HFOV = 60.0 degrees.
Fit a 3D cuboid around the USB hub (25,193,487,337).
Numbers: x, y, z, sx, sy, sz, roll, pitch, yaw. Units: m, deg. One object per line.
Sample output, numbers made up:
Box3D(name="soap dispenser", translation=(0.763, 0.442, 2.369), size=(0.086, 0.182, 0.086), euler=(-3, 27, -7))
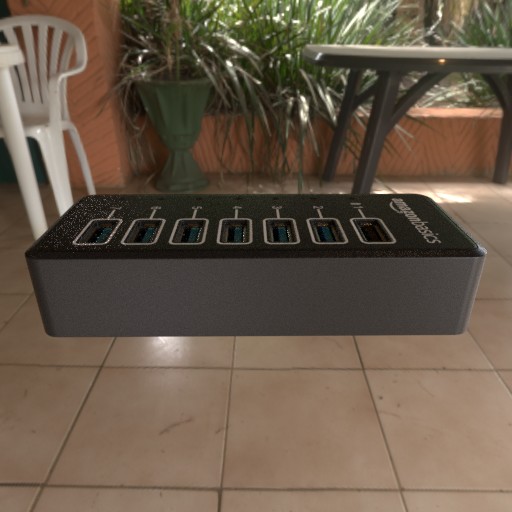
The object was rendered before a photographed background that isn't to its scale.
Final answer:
Box3D(name="USB hub", translation=(0.000, 0.000, 0.126), size=(0.110, 0.023, 0.044), euler=(0, 27, 0))
